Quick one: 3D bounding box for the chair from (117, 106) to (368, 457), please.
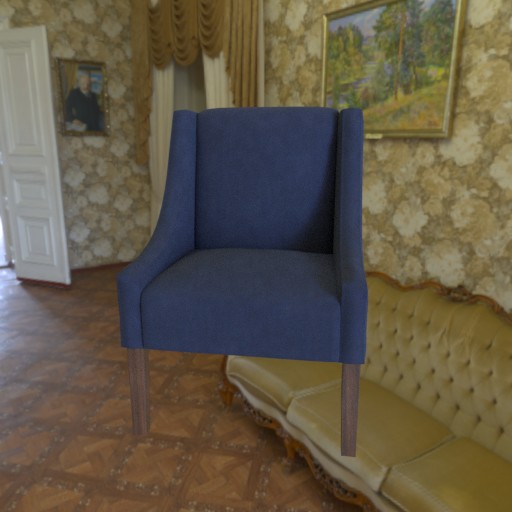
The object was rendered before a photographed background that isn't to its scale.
[{"bbox_3d":[0.000,0.000,1.342,0.629,0.895,0.629,2,14,8],"label":"chair"}]
